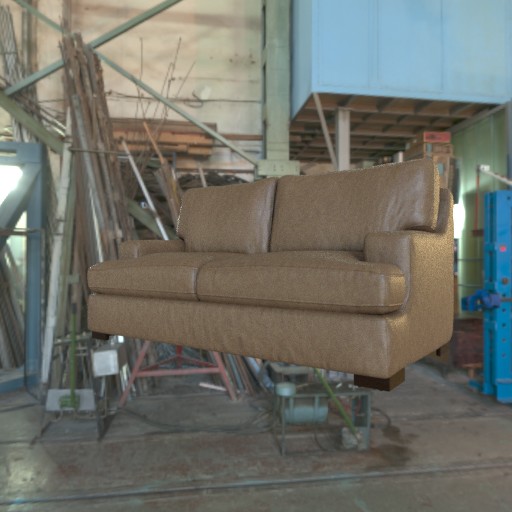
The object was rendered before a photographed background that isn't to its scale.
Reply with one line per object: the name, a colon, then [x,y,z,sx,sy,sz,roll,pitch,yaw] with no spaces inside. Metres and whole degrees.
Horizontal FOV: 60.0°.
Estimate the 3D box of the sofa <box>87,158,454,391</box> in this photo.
sofa: [0.000,0.000,2.438,1.855,0.980,0.962,0,0,36]
